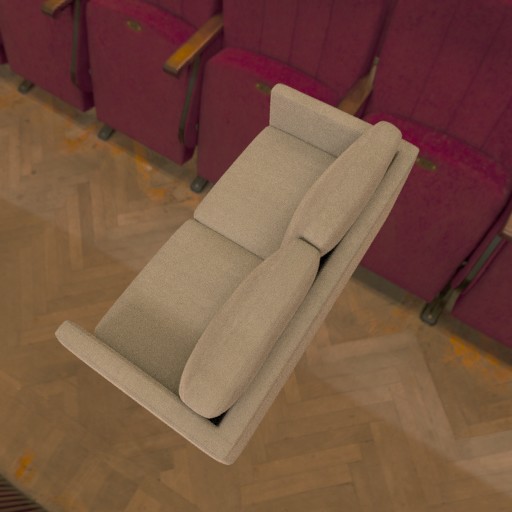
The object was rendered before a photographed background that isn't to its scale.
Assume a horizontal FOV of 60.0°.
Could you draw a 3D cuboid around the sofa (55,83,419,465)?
[{"bbox_3d":[0.000,0.000,2.415,0.950,0.963,1.884,31,67,14],"label":"sofa"}]
